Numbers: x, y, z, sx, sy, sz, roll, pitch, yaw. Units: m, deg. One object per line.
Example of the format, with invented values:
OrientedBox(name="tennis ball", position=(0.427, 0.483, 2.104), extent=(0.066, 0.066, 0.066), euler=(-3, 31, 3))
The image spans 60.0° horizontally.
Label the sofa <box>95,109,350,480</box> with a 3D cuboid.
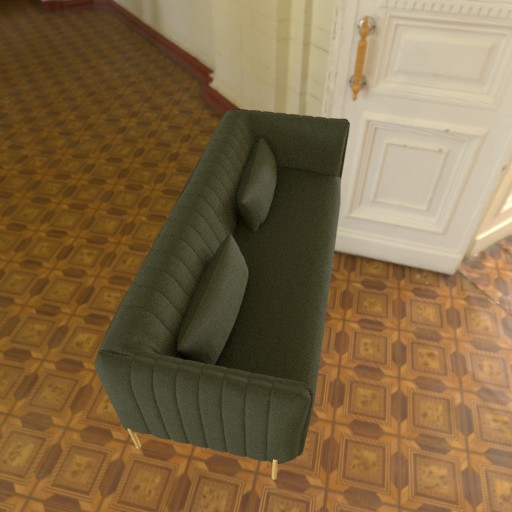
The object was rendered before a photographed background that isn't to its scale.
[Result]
OrientedBox(name="sofa", position=(0.000, 0.000, 2.590), extent=(0.896, 0.793, 2.137), euler=(9, 46, 9))
